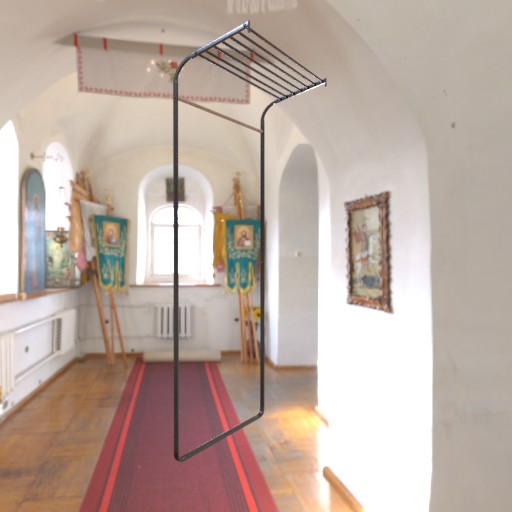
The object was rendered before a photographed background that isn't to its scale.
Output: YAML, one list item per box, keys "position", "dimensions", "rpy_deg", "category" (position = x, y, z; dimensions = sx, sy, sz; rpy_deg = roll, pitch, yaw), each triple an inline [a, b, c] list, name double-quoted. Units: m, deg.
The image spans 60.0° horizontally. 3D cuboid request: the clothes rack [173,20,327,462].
- position: [0.000, 0.000, 1.827]
  dimensions: [0.349, 1.574, 0.609]
  rpy_deg: [1, 1, 34]
  category: "clothes rack"
